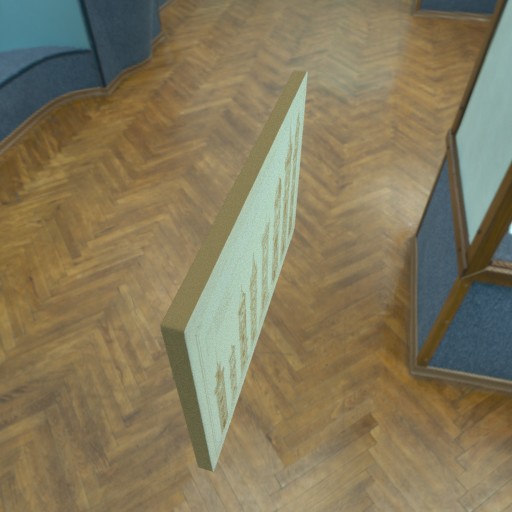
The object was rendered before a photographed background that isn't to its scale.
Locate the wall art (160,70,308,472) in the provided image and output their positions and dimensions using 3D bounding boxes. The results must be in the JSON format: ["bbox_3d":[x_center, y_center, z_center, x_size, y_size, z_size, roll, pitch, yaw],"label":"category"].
[{"bbox_3d":[0.000,0.000,0.488,0.019,0.254,0.380,12,47,11],"label":"wall art"}]
